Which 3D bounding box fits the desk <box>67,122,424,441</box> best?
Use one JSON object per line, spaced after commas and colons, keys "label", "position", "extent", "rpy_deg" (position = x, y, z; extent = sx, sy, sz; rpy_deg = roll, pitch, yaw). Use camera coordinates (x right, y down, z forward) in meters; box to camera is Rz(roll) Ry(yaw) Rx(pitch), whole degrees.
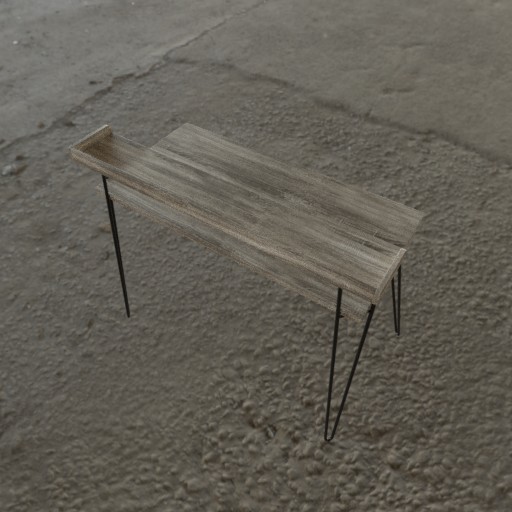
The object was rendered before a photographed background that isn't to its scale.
{"label": "desk", "position": [0.000, 0.000, 1.665], "extent": [1.135, 0.899, 0.605], "rpy_deg": [26, 53, 21]}
